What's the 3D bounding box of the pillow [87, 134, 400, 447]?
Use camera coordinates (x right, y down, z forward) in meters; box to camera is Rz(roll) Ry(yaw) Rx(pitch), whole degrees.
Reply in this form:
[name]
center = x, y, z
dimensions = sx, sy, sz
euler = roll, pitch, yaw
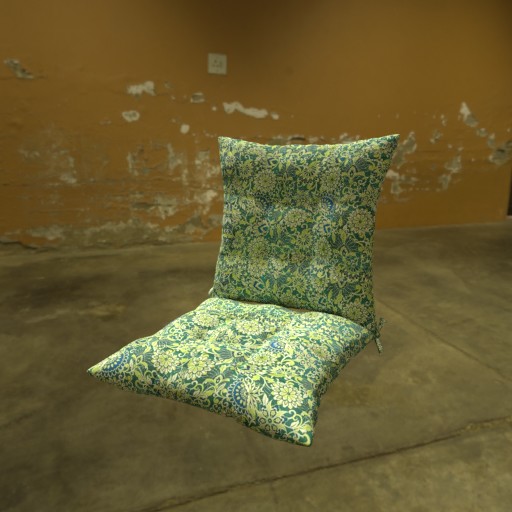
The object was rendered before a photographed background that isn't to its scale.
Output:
[pillow]
center = 0.000, 0.000, 1.007
dimensions = 0.541, 0.536, 0.585
euler = 8, 16, 27
